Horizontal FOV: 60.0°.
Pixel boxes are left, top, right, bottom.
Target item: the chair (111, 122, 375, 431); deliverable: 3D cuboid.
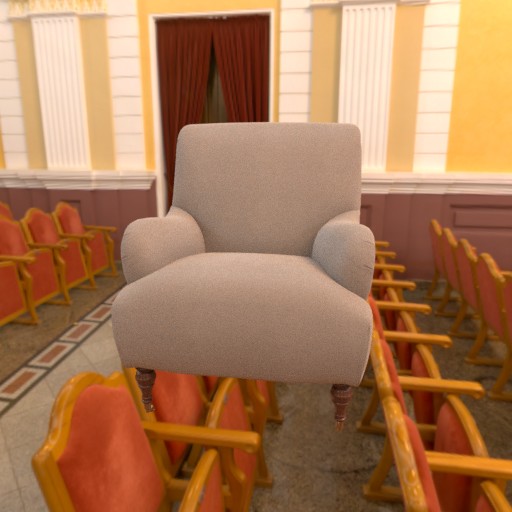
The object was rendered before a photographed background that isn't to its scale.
[{"bbox_3d":[0.000,0.000,1.580,0.766,0.942,0.842,2,14,9],"label":"chair"}]
